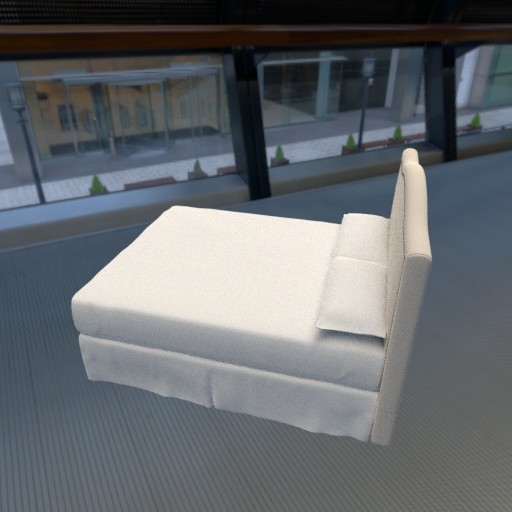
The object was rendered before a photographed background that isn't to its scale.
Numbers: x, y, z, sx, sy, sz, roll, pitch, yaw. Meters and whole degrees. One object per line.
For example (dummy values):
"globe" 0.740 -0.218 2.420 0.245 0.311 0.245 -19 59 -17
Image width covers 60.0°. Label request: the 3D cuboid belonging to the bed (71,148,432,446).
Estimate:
"bed" 0.000 0.000 3.263 2.143 1.460 1.753 8 31 13
